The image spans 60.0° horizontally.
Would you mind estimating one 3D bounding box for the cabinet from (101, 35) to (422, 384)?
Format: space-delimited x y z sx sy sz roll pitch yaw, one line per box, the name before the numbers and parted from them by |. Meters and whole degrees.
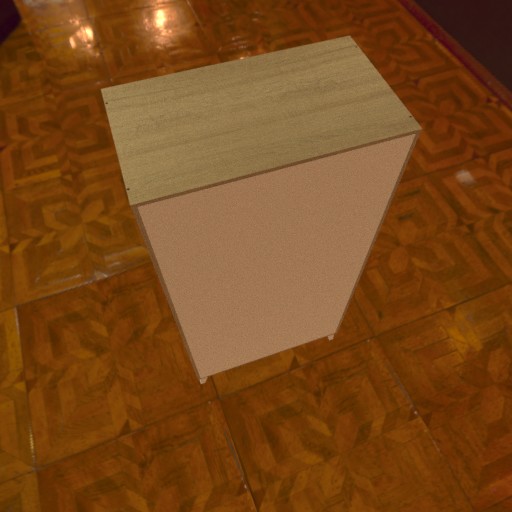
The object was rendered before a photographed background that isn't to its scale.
cabinet | 0.000 0.000 2.422 1.006 1.999 0.571 -17 60 -10
